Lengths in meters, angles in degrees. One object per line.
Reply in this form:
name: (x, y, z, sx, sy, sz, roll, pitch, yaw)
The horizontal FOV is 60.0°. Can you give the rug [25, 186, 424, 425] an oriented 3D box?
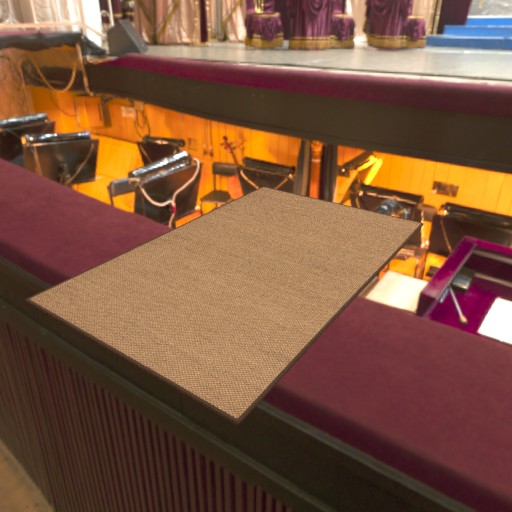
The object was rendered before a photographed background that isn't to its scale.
rug: (0.000, 0.000, 2.086, 1.067, 0.013, 1.676, 18, 33, 31)
